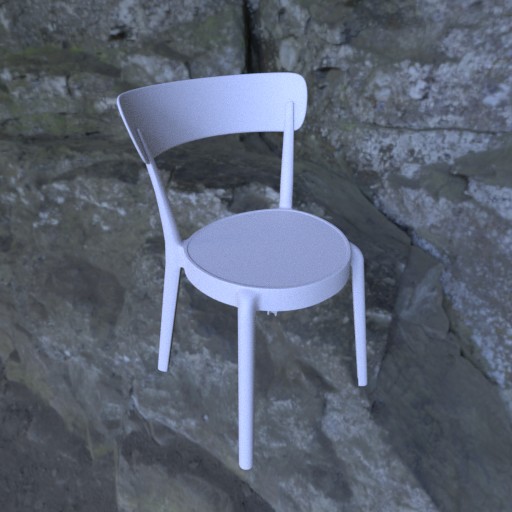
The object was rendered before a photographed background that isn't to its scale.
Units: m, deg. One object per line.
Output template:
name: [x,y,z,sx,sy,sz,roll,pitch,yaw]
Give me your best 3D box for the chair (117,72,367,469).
chair: [0.000,0.000,1.121,0.506,0.790,0.491,-22,37,-32]
